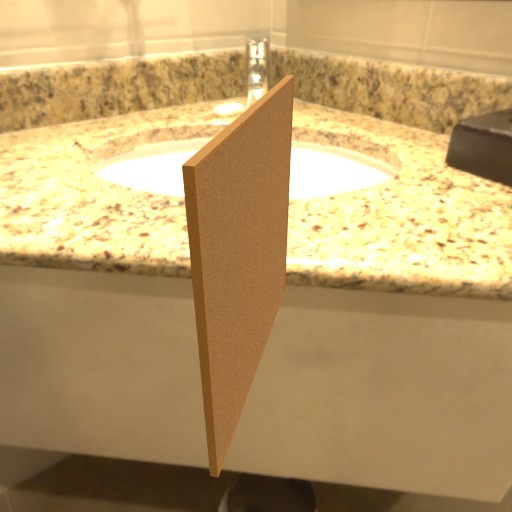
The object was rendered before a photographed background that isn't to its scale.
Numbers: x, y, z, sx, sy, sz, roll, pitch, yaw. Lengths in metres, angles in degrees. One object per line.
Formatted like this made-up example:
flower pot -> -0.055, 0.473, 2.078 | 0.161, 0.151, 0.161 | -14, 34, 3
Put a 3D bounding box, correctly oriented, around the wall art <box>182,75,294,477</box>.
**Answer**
wall art -> 0.000, 0.000, 0.690 | 0.013, 0.455, 0.457 | 8, 33, 13
